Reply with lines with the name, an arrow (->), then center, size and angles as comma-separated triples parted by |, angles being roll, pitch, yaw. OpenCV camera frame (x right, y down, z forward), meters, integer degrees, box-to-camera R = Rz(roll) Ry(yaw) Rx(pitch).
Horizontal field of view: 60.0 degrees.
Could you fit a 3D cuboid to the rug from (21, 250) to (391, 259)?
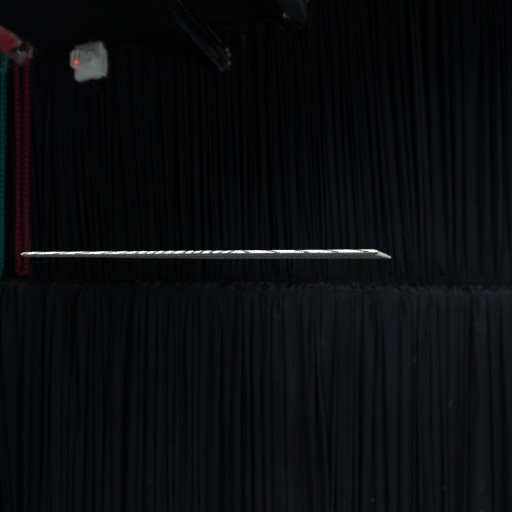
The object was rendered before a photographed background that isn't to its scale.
rug -> 0.000, 0.000, 3.215 | 1.829, 0.028, 2.449 | 0, -1, 18
